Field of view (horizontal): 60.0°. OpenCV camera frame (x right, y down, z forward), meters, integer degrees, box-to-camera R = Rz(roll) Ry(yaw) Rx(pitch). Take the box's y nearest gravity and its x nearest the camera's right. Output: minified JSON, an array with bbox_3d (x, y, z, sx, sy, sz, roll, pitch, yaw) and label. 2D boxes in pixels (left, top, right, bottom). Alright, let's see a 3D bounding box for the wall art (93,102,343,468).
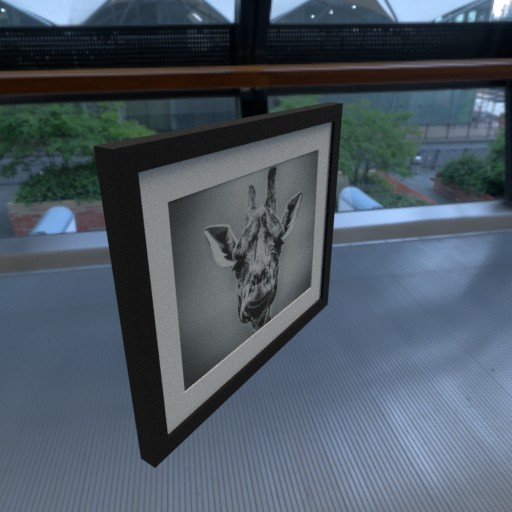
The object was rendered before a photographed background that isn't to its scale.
[{"bbox_3d":[0.000,0.000,0.763,0.031,0.457,0.558,16,29,31],"label":"wall art"}]
